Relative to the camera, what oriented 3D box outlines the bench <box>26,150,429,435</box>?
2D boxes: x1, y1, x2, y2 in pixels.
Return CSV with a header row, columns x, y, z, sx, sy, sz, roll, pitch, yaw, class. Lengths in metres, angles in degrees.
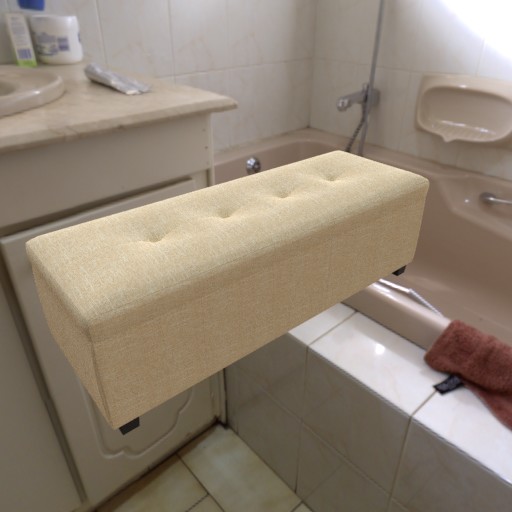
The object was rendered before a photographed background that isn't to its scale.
x,y,z,sx,sy,sz,roll,pitch,yaw,class
0.000,0.000,1.425,1.219,0.406,0.432,-23,37,-33,bench
